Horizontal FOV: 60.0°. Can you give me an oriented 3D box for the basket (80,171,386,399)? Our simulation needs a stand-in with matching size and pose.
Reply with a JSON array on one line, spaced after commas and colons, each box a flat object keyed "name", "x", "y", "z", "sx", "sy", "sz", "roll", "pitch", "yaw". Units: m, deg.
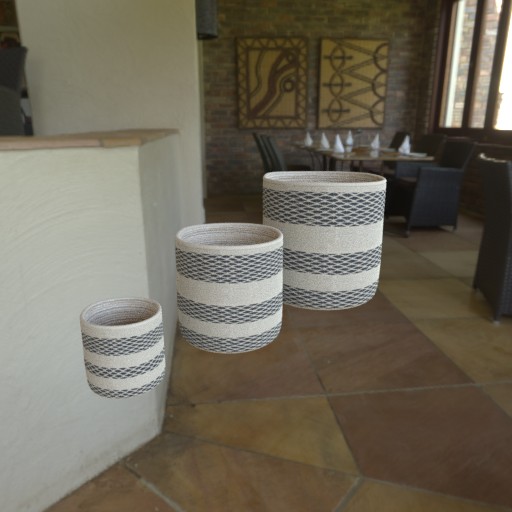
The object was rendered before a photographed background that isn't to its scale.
[{"name": "basket", "x": 0.000, "y": 0.000, "z": 1.115, "sx": 0.351, "sy": 0.356, "sz": 0.917, "roll": 15, "pitch": 22, "yaw": 41}]
